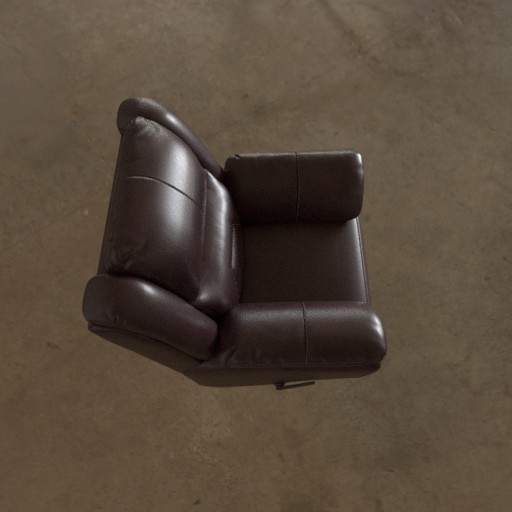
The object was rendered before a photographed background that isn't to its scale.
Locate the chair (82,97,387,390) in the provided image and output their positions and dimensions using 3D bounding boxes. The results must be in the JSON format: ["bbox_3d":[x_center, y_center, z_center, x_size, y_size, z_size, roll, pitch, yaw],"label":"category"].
[{"bbox_3d":[0.000,0.000,1.893,1.041,1.093,0.990,0,64,0],"label":"chair"}]
